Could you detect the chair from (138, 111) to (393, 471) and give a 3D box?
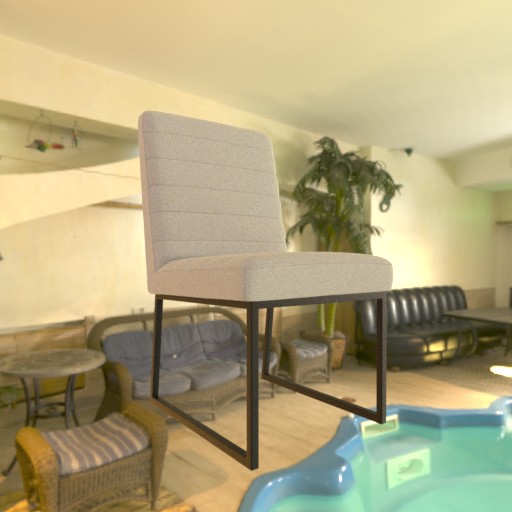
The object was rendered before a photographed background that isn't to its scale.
[{"bbox_3d":[0.000,0.000,1.337,0.520,0.930,0.634,0,0,-36],"label":"chair"}]
